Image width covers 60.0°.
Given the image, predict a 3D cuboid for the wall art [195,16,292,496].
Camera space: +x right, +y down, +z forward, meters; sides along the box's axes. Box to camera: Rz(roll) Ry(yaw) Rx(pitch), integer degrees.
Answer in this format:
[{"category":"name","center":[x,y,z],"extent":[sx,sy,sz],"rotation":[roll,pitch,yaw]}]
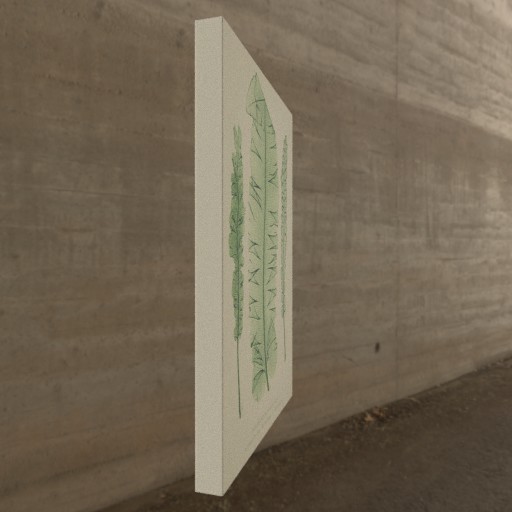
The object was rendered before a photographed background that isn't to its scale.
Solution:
[{"category":"wall art","center":[0.000,0.000,0.767],"extent":[0.038,0.608,0.418],"rotation":[0,0,17]}]
